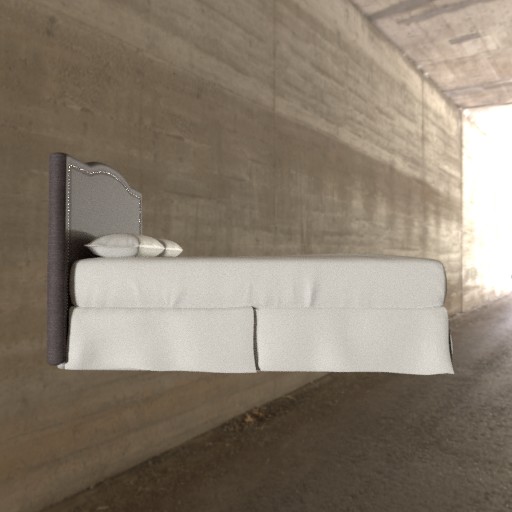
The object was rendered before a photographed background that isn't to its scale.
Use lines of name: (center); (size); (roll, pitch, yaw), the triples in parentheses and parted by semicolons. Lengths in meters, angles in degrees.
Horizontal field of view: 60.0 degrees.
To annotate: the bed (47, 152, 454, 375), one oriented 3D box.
bed: (0.000, 0.000, 3.522); (2.507, 1.441, 1.741); (0, 0, 2)
